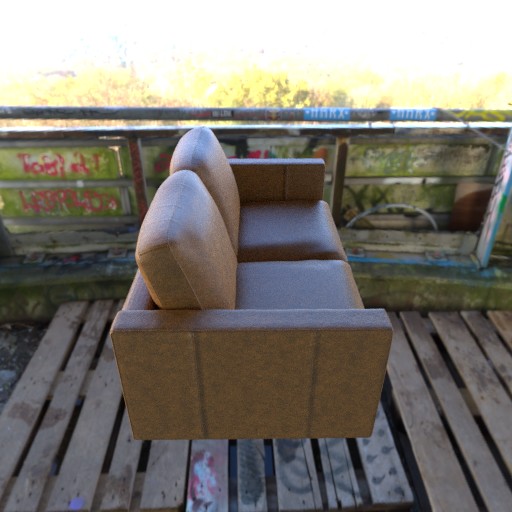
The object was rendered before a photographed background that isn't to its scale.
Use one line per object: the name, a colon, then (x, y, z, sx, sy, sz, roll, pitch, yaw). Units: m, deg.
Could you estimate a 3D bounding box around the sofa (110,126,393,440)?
sofa: (0.000, 0.000, 2.127, 0.909, 0.951, 1.578, 0, 31, 0)
